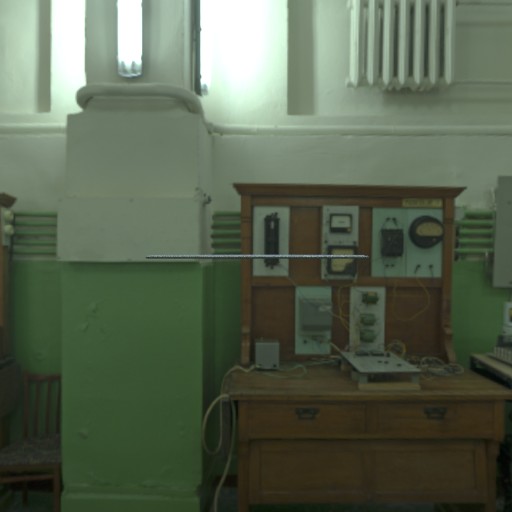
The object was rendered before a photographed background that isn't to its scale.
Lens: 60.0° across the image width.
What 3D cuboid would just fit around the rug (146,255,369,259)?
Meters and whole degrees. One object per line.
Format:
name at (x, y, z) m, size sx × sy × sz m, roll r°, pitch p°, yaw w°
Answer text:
rug at (0.000, 0.000, 2.406) m, size 0.662 × 0.011 × 2.196 m, roll 0°, pitch 0°, yaw 0°
